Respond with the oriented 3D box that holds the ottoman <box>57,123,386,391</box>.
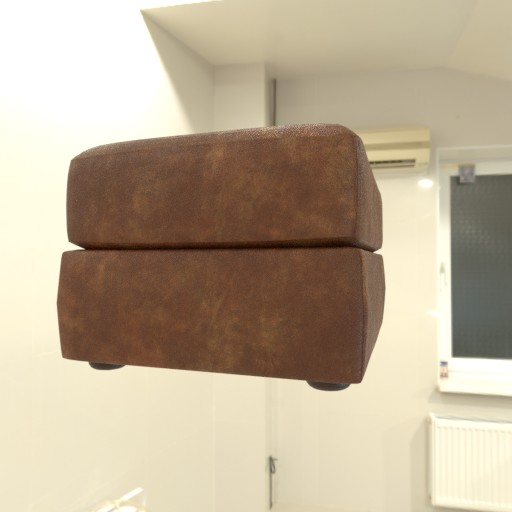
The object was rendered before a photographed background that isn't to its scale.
[{"bbox_3d":[0.000,0.000,1.121,0.603,0.476,0.751,0,-1,18],"label":"ottoman"}]
